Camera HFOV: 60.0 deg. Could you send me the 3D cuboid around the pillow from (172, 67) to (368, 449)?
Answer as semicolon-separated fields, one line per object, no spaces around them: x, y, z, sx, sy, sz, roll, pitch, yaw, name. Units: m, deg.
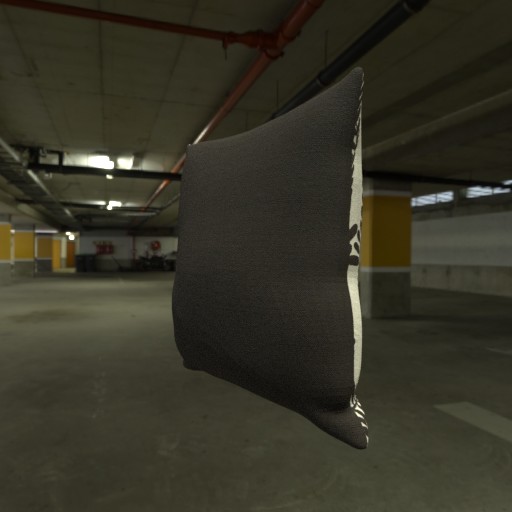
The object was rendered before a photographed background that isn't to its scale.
0.000;0.000;0.680;0.182;0.441;0.440;0;0;-37;pillow
